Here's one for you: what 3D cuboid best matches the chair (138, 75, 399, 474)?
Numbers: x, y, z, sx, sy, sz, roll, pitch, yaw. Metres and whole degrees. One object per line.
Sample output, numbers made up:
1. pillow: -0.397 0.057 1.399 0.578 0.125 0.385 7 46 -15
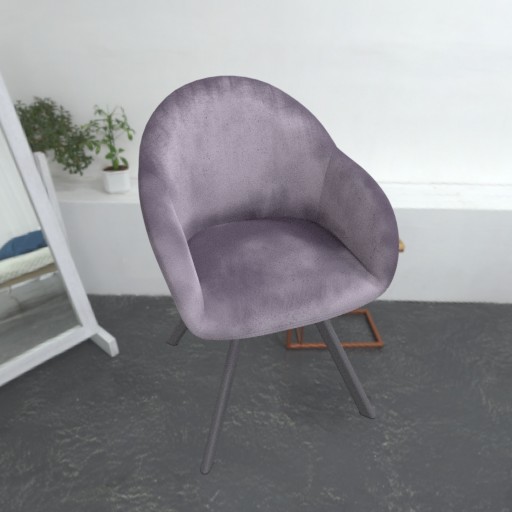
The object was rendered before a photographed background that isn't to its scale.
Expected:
1. chair: 0.000 0.000 1.158 0.550 0.795 0.590 -11 34 -17
